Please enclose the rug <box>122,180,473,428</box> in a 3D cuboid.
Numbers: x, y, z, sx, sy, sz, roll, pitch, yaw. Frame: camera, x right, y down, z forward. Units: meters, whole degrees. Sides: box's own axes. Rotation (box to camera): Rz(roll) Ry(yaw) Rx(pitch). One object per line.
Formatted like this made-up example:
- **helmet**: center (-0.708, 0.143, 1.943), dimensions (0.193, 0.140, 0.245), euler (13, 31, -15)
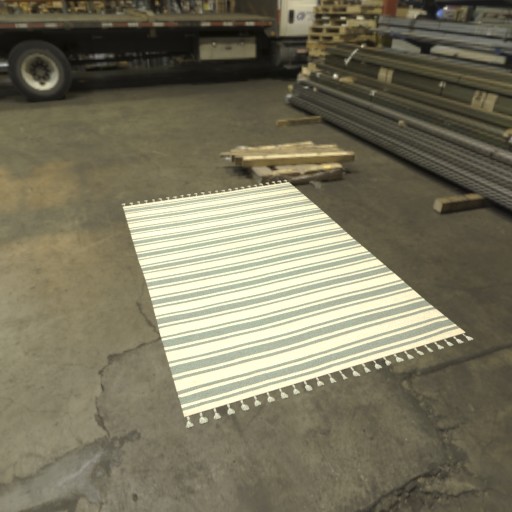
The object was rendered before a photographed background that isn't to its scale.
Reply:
- **rug**: center (0.000, 0.000, 3.051), dimensions (1.539, 0.011, 2.410), euler (-11, 33, -18)
